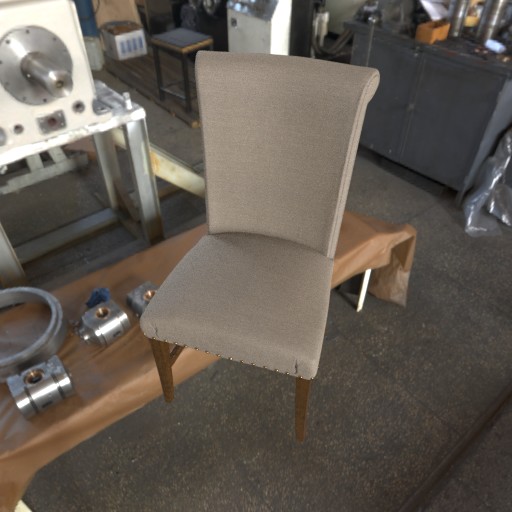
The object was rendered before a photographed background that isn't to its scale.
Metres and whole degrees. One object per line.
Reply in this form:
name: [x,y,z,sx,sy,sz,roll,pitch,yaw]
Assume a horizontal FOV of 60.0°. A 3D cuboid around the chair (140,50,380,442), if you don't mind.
chair: [0.000,0.000,1.333,0.513,0.988,0.608,12,43,13]
